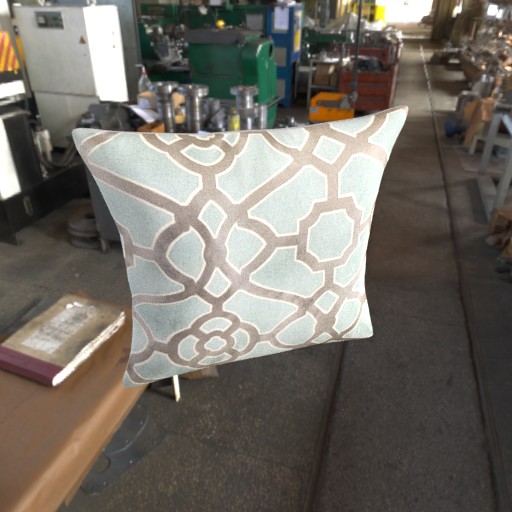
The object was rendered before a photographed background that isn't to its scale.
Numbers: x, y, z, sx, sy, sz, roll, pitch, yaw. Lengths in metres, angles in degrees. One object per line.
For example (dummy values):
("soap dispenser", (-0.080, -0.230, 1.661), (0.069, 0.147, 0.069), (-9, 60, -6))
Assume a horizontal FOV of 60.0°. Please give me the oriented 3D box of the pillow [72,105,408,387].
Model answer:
("pillow", (0.000, 0.000, 0.825), (0.552, 0.508, 0.166), (-8, 31, -14))
